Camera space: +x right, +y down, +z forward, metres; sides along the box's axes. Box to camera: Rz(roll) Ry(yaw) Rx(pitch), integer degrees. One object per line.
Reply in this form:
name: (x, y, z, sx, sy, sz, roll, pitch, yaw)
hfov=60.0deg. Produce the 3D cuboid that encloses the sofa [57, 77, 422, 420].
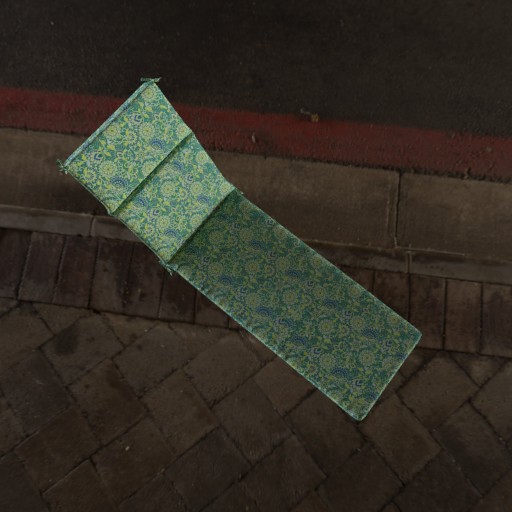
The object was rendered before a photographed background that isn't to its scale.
sofa: (0.000, 0.000, 1.975, 1.663, 0.622, 0.582, 38, 78, 9)
